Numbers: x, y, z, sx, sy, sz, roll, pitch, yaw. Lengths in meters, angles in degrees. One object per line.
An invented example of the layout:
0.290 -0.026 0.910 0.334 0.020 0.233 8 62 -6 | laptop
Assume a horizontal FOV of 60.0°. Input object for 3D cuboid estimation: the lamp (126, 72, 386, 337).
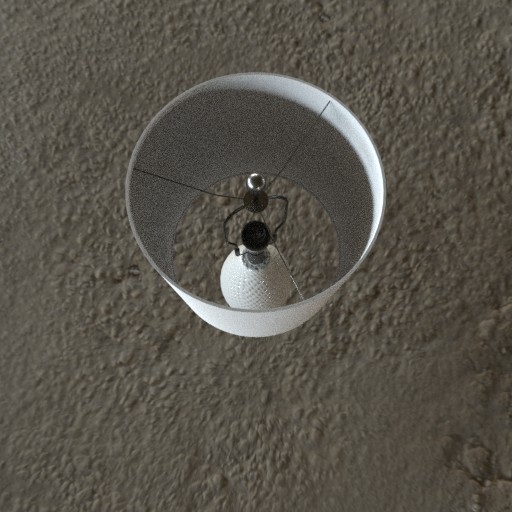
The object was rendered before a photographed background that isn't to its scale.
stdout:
0.000 0.000 0.582 0.214 0.466 0.214 -21 75 -6 | lamp
